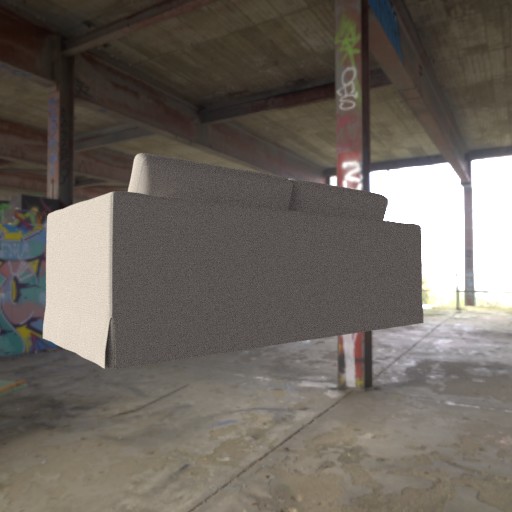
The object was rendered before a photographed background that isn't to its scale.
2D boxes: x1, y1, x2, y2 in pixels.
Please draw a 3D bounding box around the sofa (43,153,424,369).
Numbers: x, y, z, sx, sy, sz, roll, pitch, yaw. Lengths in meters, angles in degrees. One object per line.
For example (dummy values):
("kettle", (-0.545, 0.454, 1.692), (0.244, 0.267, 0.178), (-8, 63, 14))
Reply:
("sofa", (0.000, 0.000, 2.673), (2.163, 0.881, 0.954), (1, -2, -39))
